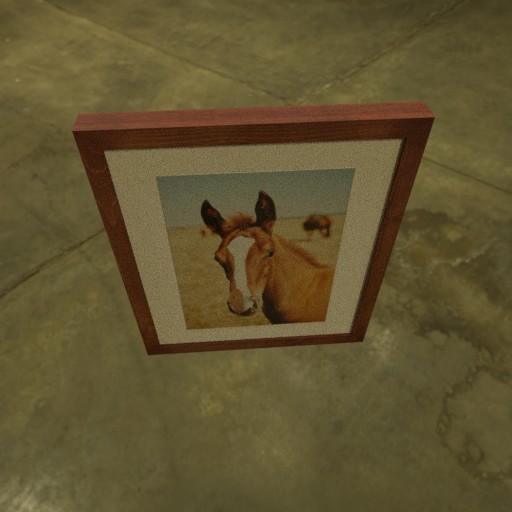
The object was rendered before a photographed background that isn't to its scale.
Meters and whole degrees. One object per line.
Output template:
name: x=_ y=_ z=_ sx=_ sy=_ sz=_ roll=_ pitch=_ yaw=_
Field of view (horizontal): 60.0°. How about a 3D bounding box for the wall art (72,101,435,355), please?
wall art: x=0.000 y=0.000 z=0.550 sx=0.330 sy=0.381 sz=0.030 roll=-3 pitch=47 yaw=-3
